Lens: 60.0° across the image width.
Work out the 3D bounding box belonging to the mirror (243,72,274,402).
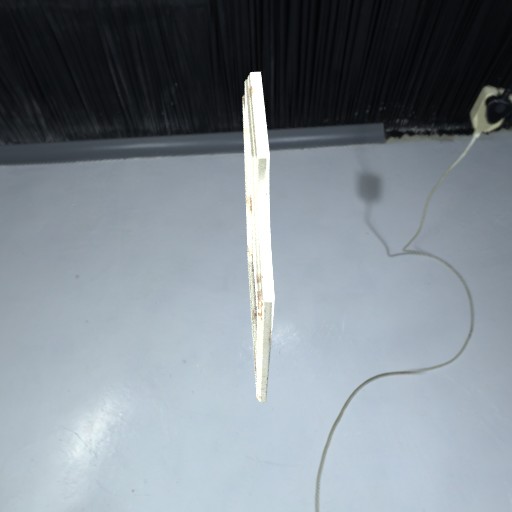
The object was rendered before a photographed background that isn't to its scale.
[{"bbox_3d":[0.000,0.000,0.865,0.022,0.717,0.403,-3,60,-2],"label":"mirror"}]
